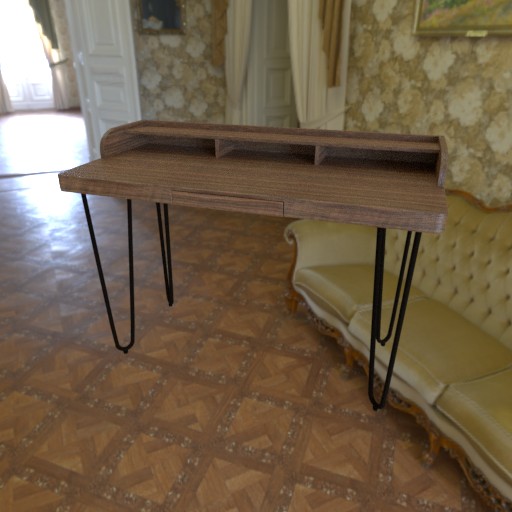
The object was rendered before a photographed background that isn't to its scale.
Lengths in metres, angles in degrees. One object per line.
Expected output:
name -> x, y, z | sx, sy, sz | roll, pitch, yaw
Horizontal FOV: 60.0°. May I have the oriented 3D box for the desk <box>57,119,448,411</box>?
desk -> 0.000, 0.000, 1.657 | 1.200, 0.854, 0.565 | 8, 27, 16
